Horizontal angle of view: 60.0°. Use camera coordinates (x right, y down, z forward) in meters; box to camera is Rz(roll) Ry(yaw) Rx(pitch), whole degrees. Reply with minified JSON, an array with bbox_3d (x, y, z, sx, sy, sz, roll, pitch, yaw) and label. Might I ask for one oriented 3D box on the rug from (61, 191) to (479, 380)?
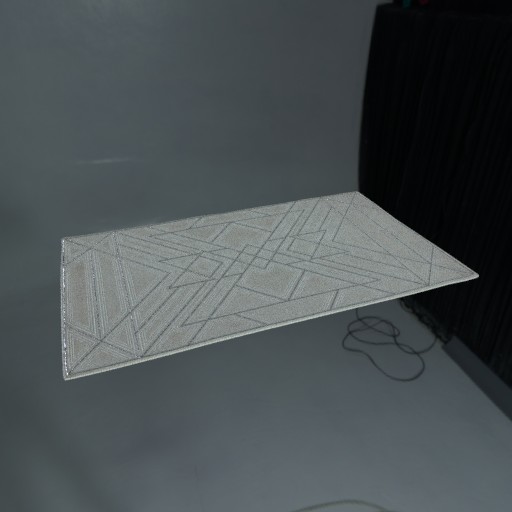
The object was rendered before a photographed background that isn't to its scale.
[{"bbox_3d":[0.000,0.000,1.054,0.869,0.008,0.511,-11,33,-18],"label":"rug"}]
